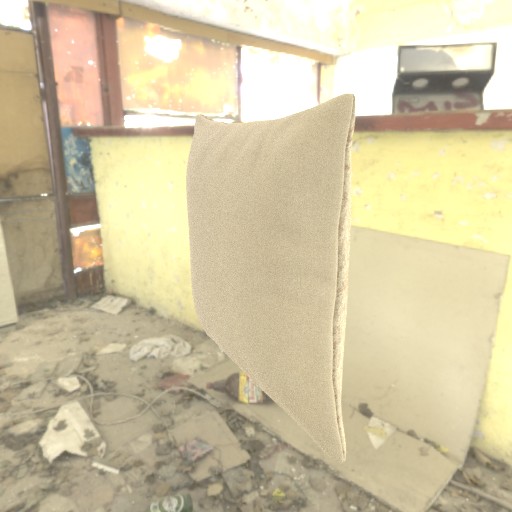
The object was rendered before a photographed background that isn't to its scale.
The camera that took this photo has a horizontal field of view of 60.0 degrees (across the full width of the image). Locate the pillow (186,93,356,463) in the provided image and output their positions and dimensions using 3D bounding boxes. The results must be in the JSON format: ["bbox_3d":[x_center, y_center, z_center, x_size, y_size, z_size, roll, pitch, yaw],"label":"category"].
[{"bbox_3d":[0.000,0.000,0.794,0.166,0.510,0.523,-7,16,-27],"label":"pillow"}]
